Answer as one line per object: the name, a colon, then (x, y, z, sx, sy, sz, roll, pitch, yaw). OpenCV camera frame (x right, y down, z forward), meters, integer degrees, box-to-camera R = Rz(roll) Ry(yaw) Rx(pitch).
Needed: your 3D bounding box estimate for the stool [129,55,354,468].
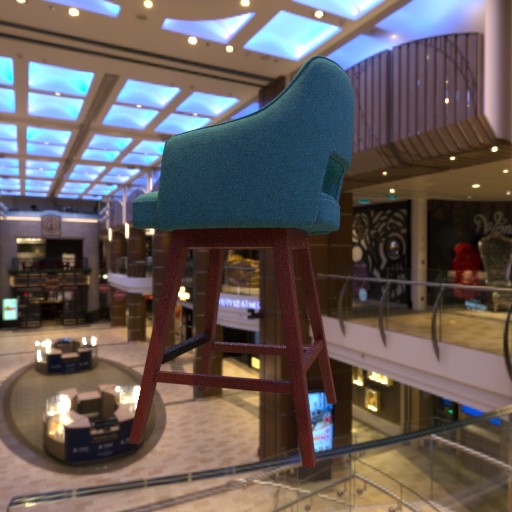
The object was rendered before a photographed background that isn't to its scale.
stool: (0.000, 0.000, 1.286, 0.556, 0.961, 0.548, 0, 0, 16)
